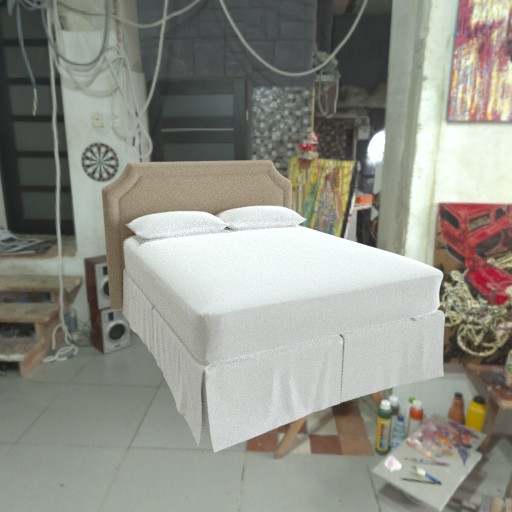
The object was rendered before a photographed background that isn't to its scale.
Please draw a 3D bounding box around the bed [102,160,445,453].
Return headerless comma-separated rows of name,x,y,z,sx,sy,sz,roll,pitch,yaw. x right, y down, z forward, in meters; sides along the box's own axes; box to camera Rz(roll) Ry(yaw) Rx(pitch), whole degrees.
bed,0.000,0.000,3.265,1.828,1.301,2.204,-7,16,-26
